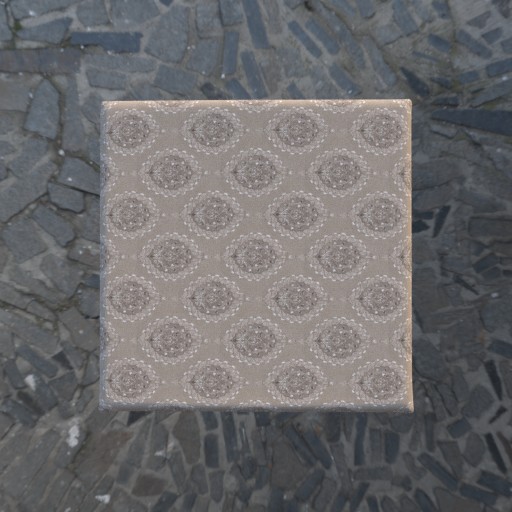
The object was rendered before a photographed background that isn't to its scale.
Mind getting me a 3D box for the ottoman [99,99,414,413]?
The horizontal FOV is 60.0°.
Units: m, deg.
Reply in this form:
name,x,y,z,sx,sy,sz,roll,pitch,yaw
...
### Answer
name,x,y,z,sx,sy,sz,roll,pitch,yaw
ottoman,0.000,0.000,1.402,0.890,0.411,0.889,0,90,1
